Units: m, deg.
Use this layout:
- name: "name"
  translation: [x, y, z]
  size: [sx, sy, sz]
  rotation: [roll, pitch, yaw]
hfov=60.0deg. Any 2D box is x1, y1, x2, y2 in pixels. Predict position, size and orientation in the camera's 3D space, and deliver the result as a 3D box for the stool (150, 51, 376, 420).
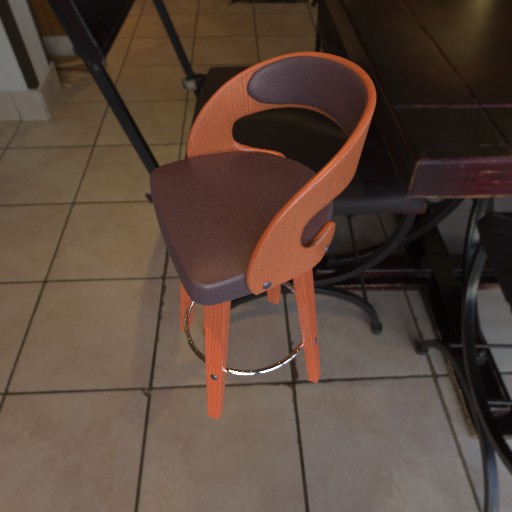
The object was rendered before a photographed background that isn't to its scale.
- name: "stool"
  translation: [0.000, 0.000, 1.178]
  size: [0.457, 0.940, 0.457]
  rotation: [-16, 49, -14]
